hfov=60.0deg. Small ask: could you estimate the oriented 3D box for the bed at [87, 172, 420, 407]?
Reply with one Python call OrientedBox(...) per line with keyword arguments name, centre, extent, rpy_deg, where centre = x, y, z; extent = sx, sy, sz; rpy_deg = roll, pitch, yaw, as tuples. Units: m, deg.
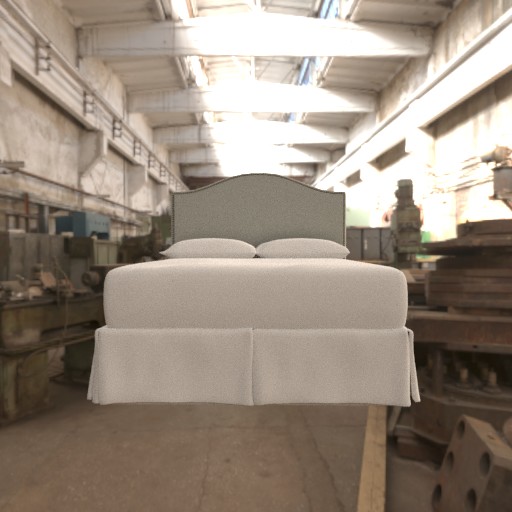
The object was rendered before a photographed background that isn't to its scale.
OrientedBox(name="bed", centre=(0.000, 0.000, 3.406), extent=(1.813, 1.607, 2.180), rpy_deg=(0, 1, 1))
